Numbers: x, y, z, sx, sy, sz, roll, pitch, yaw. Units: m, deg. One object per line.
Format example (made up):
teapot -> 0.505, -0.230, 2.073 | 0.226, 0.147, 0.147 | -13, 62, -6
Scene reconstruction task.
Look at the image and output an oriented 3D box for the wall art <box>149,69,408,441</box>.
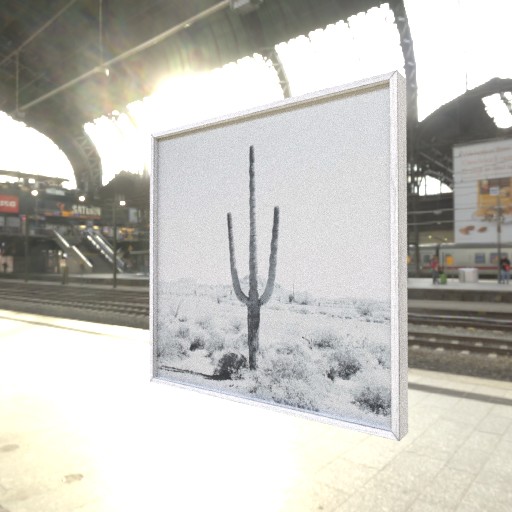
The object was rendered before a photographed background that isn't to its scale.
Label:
wall art -> 0.000, 0.000, 0.770 | 0.508, 0.508, 0.038 | -1, -1, 36
